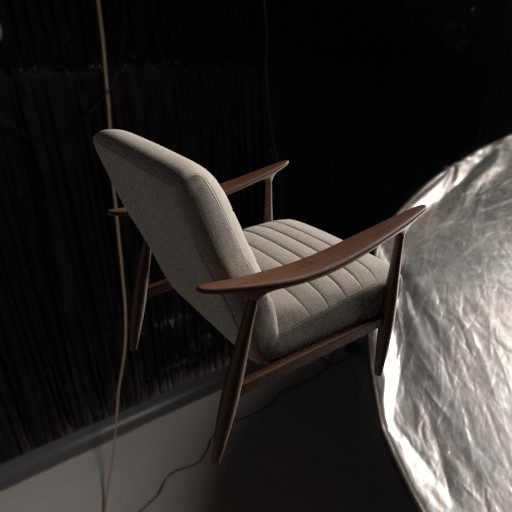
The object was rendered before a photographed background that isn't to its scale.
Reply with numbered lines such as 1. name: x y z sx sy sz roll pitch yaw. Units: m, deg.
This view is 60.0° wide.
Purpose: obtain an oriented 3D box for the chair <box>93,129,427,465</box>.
1. chair: 0.000 0.000 1.463 0.798 0.832 0.741 -18 31 -31
